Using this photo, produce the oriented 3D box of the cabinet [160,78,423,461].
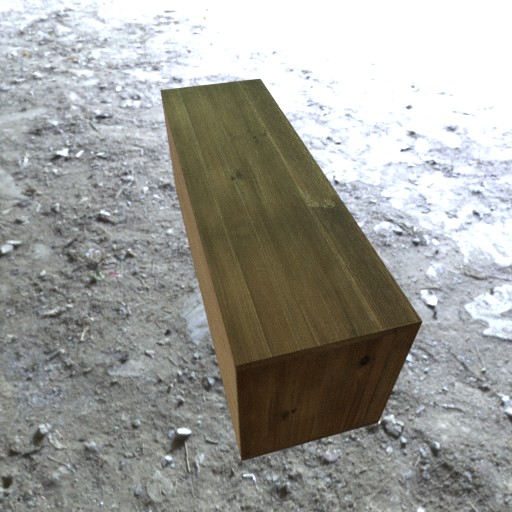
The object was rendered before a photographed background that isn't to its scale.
[{"bbox_3d":[0.000,0.000,1.756,0.472,0.800,1.400,-11,46,-11],"label":"cabinet"}]
